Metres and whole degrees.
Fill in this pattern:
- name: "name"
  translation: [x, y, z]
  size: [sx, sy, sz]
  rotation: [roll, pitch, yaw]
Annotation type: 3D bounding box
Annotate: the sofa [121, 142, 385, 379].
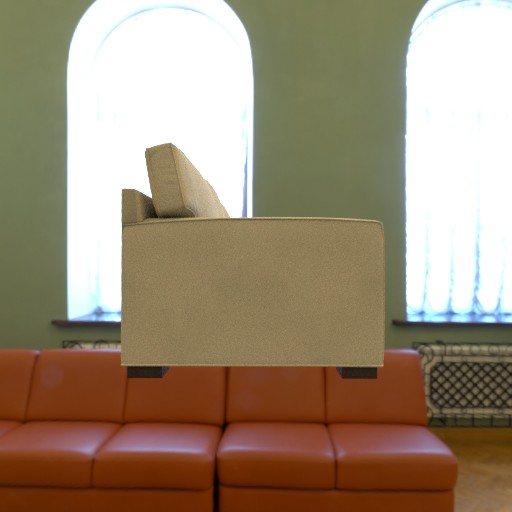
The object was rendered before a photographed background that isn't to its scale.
- name: "sofa"
  translation: [0.000, 0.000, 2.591]
  size: [0.935, 0.862, 2.088]
  rotation: [0, 0, 1]
